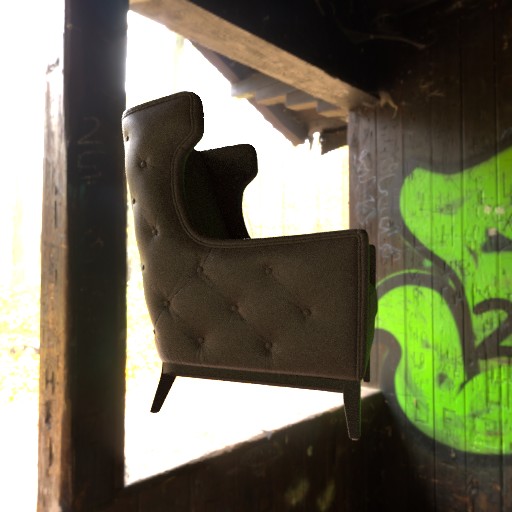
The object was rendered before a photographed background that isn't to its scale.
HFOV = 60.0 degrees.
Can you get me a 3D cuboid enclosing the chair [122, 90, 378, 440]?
[{"bbox_3d":[0.000,0.000,1.722,0.899,1.079,0.769,-1,-2,17],"label":"chair"}]
